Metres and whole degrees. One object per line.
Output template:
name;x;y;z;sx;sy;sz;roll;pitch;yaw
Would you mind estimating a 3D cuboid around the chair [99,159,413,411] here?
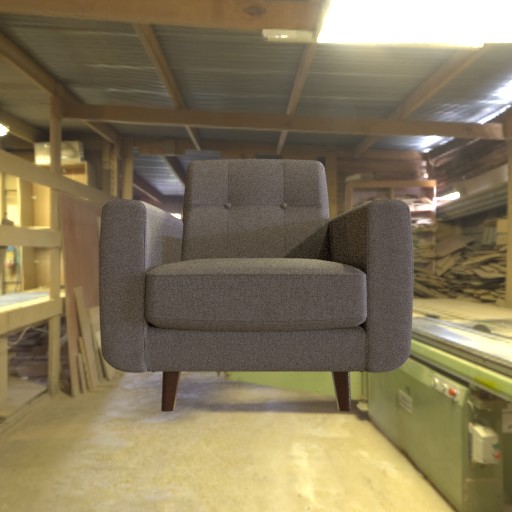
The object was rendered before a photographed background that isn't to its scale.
chair;0.000;0.000;1.586;0.831;0.839;0.907;0;-1;0
